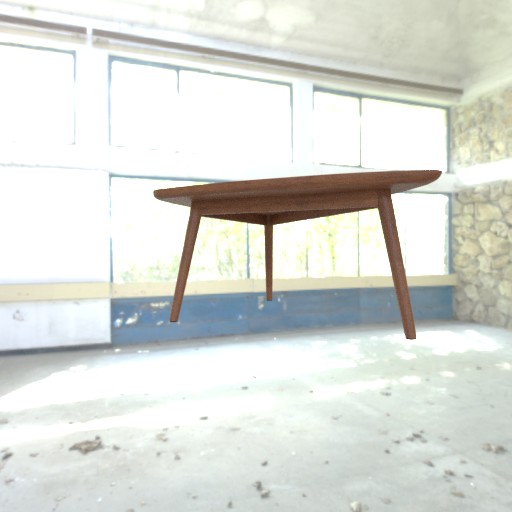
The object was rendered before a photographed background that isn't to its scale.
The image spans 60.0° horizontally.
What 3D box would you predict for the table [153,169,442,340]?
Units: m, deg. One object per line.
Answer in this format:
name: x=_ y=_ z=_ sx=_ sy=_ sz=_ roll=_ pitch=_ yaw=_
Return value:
table: x=0.000 y=0.000 z=1.319 sx=0.601 sy=0.365 sz=1.008 roll=0 pitch=0 yaw=-20
